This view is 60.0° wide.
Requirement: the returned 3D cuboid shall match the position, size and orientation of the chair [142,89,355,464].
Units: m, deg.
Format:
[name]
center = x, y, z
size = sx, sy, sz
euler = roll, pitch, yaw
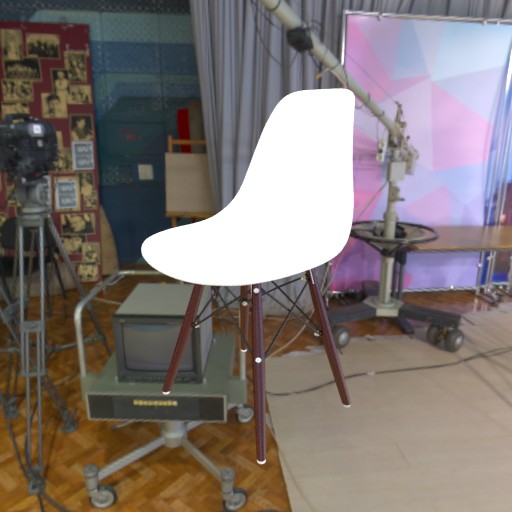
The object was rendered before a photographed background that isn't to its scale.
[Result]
[chair]
center = 0.000, 0.000, 1.141
size = 0.470, 0.826, 0.533
euler = 16, 23, 42
